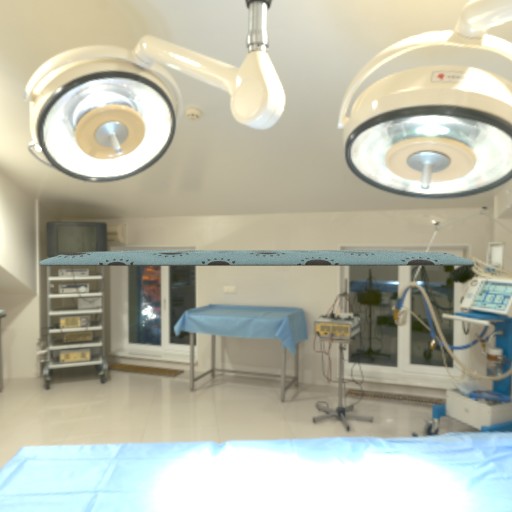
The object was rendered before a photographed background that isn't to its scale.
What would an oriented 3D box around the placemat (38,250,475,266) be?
[{"bbox_3d":[0.000,0.000,0.997,0.762,0.021,0.508,0,1,-1],"label":"placemat"}]
